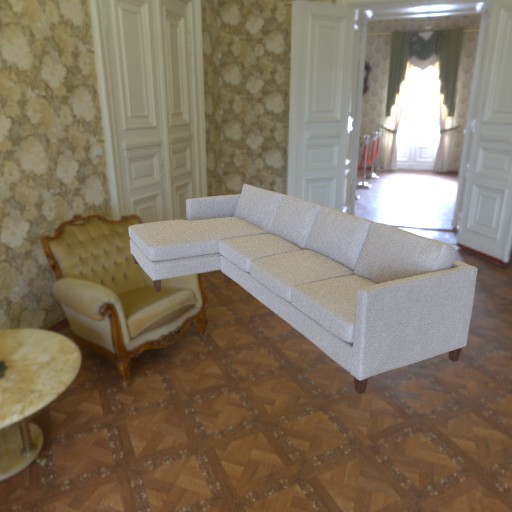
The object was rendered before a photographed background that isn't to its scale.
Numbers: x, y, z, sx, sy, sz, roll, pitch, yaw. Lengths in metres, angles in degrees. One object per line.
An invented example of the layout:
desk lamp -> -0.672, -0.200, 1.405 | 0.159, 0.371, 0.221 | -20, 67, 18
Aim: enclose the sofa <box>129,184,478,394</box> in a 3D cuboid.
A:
sofa -> 0.000, 0.000, 3.925 | 1.625, 0.846, 3.186 | -9, 20, -25
